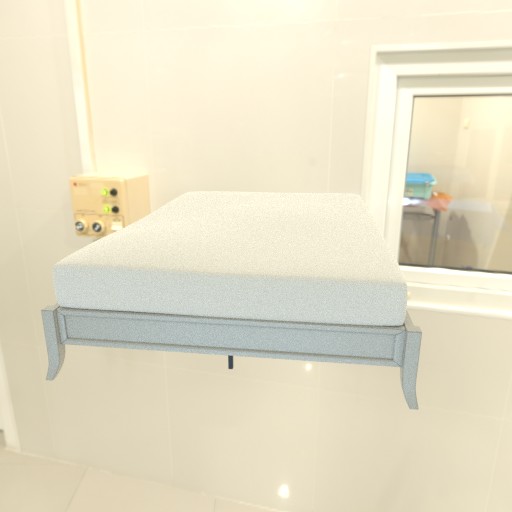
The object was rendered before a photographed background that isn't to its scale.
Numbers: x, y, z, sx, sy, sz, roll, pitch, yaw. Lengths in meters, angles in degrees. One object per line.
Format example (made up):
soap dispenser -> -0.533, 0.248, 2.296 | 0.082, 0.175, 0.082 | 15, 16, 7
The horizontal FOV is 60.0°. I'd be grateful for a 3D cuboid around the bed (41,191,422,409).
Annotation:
bed -> 0.000, 0.000, 2.573 | 1.460, 0.510, 1.985 | 2, 17, 7
